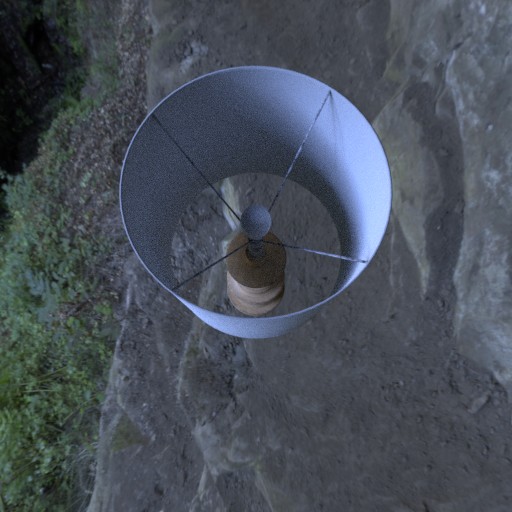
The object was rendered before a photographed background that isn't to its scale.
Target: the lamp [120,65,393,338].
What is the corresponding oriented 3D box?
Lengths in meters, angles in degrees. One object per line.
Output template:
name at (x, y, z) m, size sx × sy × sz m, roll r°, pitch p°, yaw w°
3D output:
lamp at (0.000, 0.000, 0.560) m, size 0.208 × 0.455 × 0.208 m, roll 16°, pitch 76°, yaw 4°
